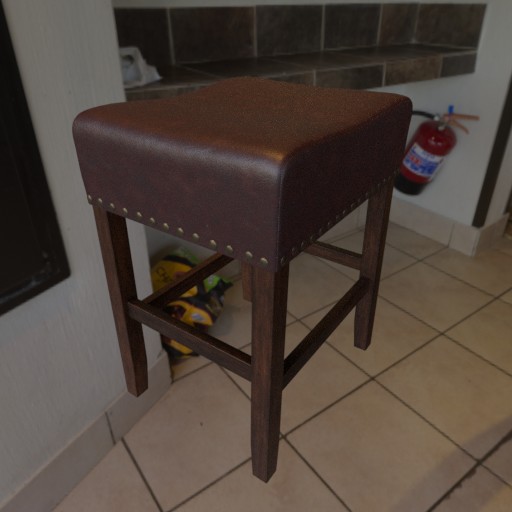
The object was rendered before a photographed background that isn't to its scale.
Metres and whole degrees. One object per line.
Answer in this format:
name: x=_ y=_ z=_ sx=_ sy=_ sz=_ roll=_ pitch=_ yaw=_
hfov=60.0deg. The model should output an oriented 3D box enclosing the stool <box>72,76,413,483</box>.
stool: x=0.000 y=0.000 z=0.898 sx=0.397 sy=0.608 sz=0.465 roll=20 pitch=36 yaw=30
